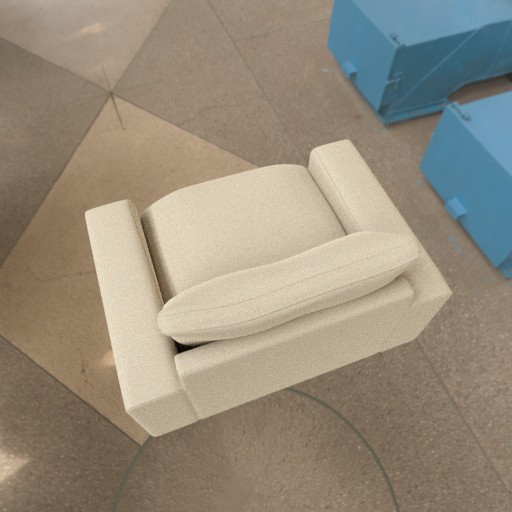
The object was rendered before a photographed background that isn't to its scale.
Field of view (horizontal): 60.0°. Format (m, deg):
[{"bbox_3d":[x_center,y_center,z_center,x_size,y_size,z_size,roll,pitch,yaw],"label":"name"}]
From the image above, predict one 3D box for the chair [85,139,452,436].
[{"bbox_3d":[0.000,0.000,2.074,1.398,0.915,1.039,-17,60,-11],"label":"chair"}]
